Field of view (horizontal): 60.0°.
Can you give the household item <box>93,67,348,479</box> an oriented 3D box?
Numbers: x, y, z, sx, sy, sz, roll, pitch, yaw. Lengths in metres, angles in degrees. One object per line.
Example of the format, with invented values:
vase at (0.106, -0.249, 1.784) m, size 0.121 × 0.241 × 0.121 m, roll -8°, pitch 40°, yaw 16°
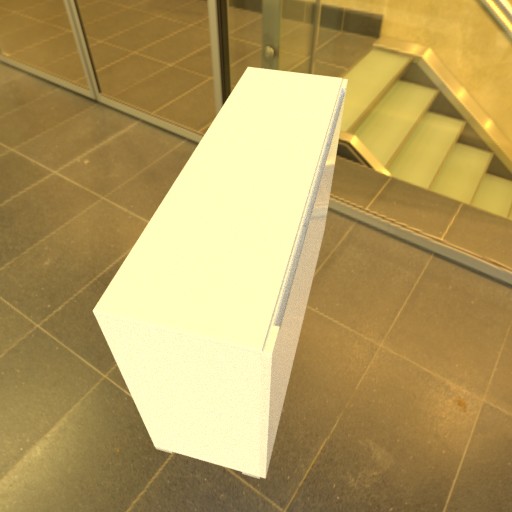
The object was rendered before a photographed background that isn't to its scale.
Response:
household item at (0.000, 0.000, 1.716) m, size 0.420 × 0.867 × 1.300 m, roll 11°, pitch 48°, yaw 10°
